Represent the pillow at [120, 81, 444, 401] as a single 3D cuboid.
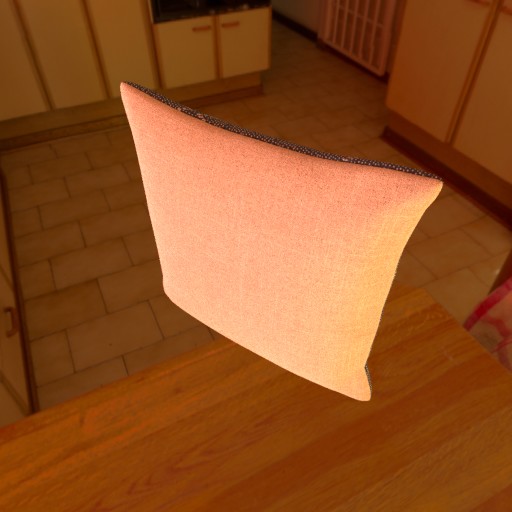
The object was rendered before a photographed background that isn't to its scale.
[{"bbox_3d":[0.000,0.000,0.654,0.435,0.428,0.148,24,49,23],"label":"pillow"}]
